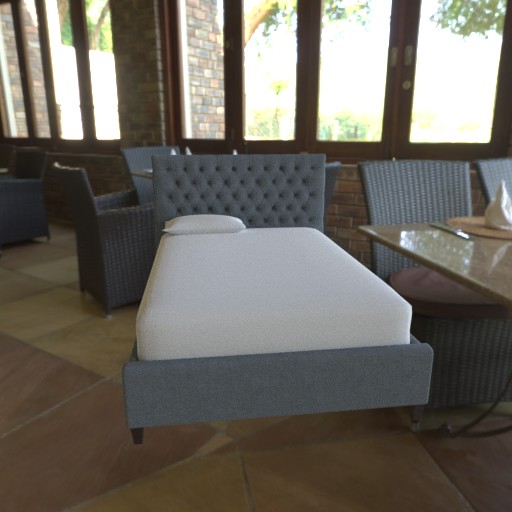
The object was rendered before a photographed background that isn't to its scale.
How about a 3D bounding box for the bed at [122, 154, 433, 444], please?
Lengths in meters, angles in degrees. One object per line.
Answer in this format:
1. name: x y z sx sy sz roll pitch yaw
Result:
1. bed: 0.000 0.000 3.380 1.698 1.411 2.335 -2 16 -7
